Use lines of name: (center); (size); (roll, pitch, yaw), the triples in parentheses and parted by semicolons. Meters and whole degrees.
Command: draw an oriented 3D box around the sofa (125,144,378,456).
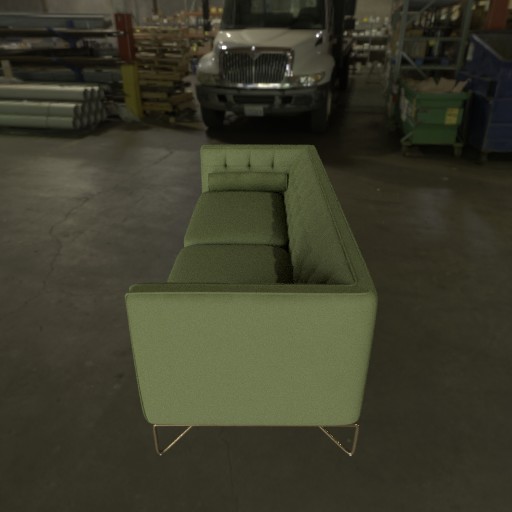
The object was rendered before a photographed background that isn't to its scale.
sofa: (0.000, 0.000, 2.529); (0.867, 0.789, 2.087); (0, 27, 1)
